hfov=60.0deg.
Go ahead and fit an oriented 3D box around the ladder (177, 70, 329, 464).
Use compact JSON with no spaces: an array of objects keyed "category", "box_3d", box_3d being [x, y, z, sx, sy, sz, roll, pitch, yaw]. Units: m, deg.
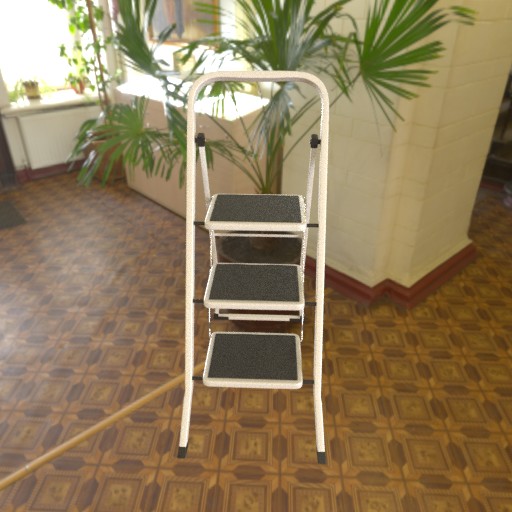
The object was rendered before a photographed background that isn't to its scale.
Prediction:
[{"category":"ladder","box_3d":[0.000,0.000,1.409,0.460,1.050,0.711,1,30,2]}]
